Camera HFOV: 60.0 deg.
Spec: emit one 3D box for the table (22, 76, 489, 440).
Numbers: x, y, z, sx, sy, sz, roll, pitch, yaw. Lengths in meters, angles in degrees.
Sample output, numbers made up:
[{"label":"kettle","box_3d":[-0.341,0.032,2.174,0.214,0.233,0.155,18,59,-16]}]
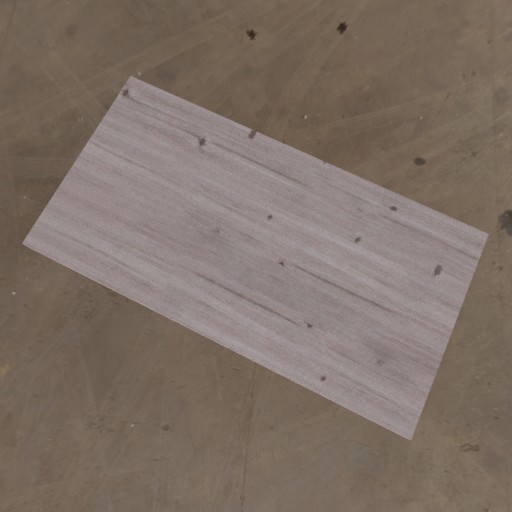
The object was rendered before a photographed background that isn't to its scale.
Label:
[{"label":"table","box_3d":[0.000,0.000,1.661,1.350,0.450,0.700,25,77,6]}]
